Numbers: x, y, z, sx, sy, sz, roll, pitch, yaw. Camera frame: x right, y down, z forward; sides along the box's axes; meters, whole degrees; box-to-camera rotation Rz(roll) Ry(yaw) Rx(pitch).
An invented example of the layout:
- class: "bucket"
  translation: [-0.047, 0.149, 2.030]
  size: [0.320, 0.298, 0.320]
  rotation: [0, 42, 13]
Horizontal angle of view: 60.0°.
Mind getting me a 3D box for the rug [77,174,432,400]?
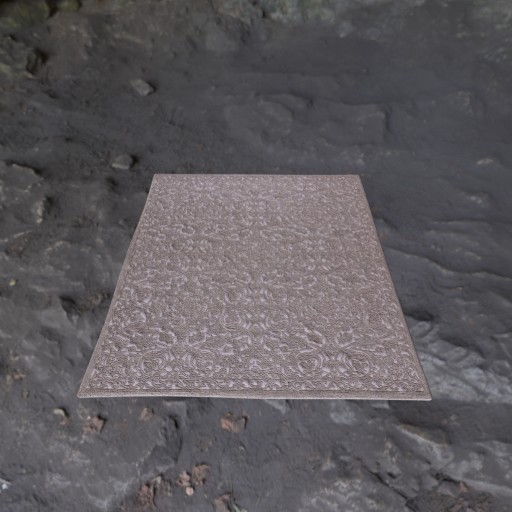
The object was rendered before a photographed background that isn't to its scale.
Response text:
- class: "rug"
  translation: [0.000, 0.000, 4.208]
  size: [2.472, 0.035, 3.017]
  rotation: [0, 41, 0]
